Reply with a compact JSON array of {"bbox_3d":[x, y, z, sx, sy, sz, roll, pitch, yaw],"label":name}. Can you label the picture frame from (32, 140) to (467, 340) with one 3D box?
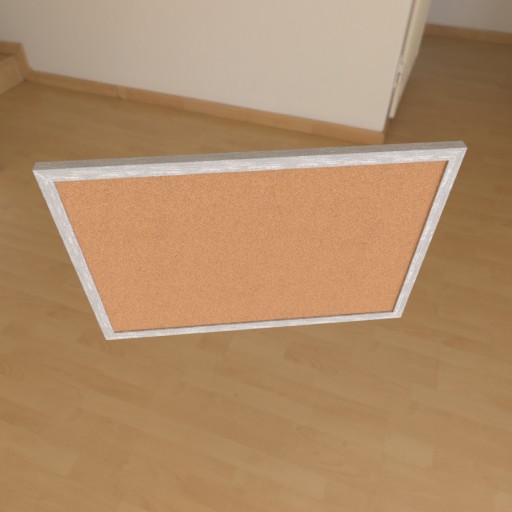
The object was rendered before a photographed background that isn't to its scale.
[{"bbox_3d":[0.000,0.000,1.205,0.950,0.640,0.029,-4,46,-4],"label":"picture frame"}]
